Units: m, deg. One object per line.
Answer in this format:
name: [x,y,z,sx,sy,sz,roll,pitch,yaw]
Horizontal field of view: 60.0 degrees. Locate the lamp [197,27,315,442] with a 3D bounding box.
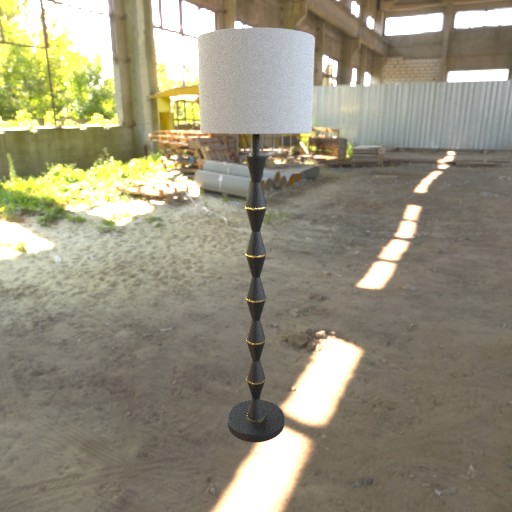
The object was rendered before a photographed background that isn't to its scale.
lamp: [0.000,0.000,1.661,0.381,1.480,0.381,-2,17,-8]
